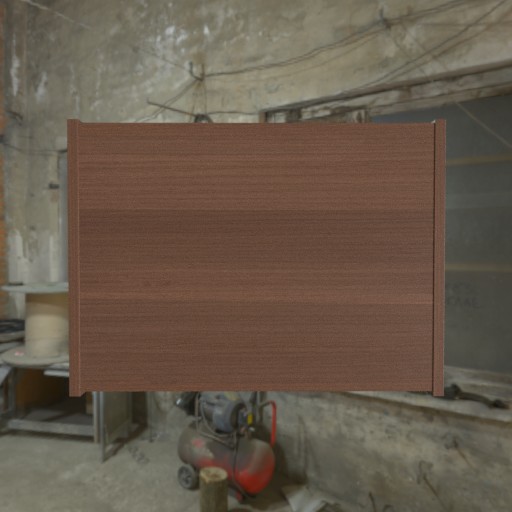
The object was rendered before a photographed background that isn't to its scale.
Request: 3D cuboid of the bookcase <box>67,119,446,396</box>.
[{"bbox_3d":[0.000,0.000,0.633,0.415,0.305,0.290,0,1,0],"label":"bookcase"}]
